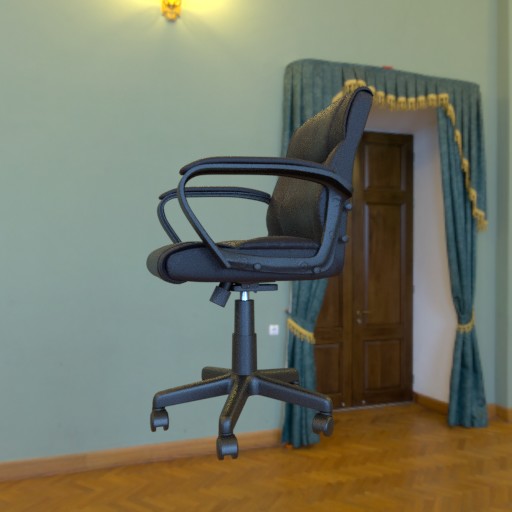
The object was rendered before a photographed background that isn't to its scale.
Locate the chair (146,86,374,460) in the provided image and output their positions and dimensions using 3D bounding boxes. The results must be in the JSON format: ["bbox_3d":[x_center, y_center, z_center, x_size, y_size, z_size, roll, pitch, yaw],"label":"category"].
[{"bbox_3d":[0.000,0.000,1.371,0.641,0.998,0.576,0,0,-18],"label":"chair"}]
